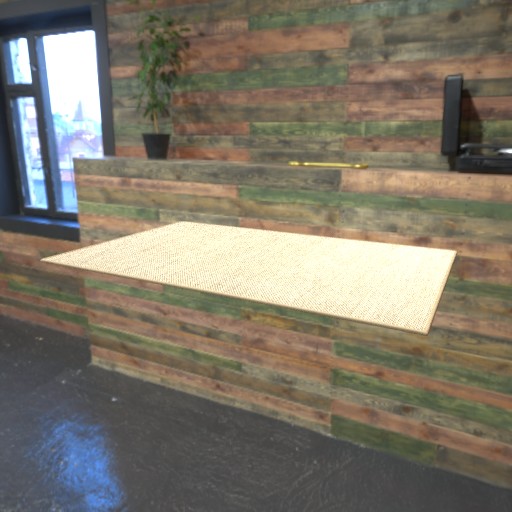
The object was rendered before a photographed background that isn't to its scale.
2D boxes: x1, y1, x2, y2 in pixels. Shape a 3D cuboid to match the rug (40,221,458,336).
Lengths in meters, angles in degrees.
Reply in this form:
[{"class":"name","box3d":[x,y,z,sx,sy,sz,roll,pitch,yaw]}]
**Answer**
[{"class":"rug","box3d":[0.000,0.000,2.087,1.667,0.013,1.062,8,17,27]}]
